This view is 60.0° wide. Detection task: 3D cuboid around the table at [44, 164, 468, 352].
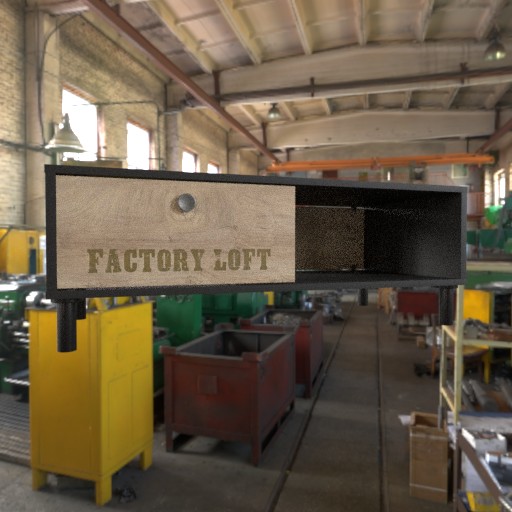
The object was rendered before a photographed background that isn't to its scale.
[{"bbox_3d":[0.000,0.000,1.345,1.100,0.400,0.550,0,1,-18],"label":"table"}]
